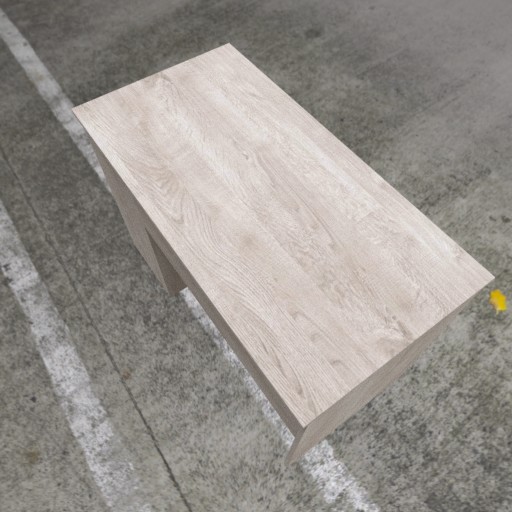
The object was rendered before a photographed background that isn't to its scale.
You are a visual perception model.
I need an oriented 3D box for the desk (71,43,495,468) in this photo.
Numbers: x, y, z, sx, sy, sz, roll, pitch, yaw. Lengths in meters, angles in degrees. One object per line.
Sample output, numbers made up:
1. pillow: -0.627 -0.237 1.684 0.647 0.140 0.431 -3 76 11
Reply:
1. desk: 0.000 0.000 1.473 0.560 0.735 1.097 -31 63 -18
